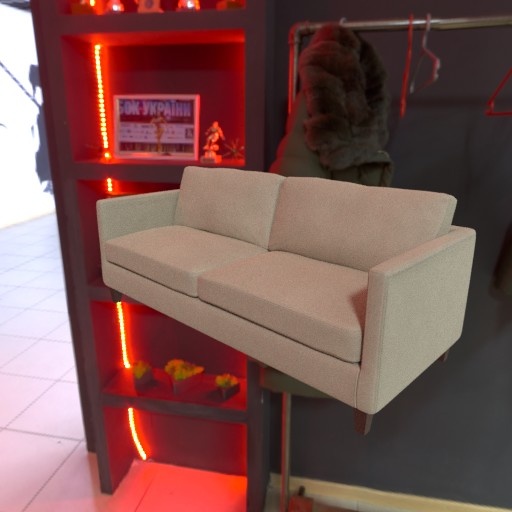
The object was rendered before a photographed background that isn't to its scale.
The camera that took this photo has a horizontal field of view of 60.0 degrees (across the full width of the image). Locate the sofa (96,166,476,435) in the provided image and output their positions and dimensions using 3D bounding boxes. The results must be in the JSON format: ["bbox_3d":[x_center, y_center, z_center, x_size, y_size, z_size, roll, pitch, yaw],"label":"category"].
[{"bbox_3d":[0.000,0.000,2.666,2.181,0.932,0.948,16,23,41],"label":"sofa"}]
